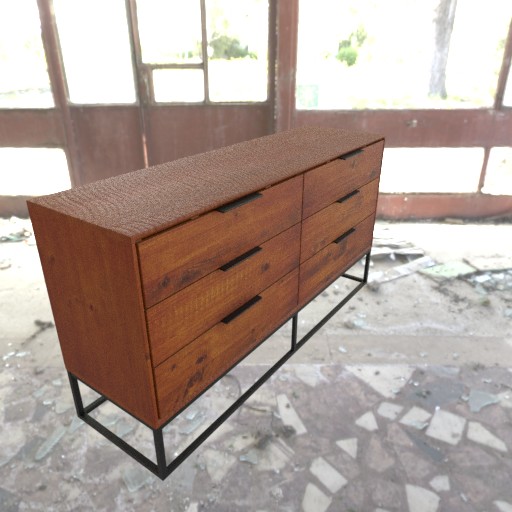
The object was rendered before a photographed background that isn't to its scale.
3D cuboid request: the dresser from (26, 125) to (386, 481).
[{"bbox_3d":[0.000,0.000,1.843,0.464,0.810,1.536,18,31,32],"label":"dresser"}]
